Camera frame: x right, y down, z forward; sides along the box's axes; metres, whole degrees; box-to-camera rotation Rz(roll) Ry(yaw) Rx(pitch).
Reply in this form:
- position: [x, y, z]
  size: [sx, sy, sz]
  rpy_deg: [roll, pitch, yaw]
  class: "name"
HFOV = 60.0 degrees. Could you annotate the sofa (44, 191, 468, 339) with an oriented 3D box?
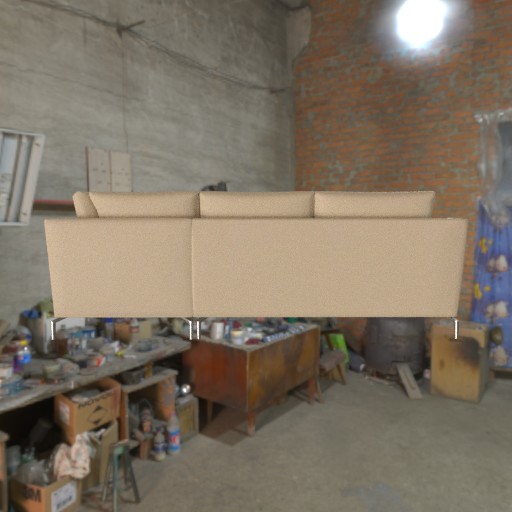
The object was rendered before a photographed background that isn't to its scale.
- position: [0.000, 0.000, 3.718]
  size: [2.430, 0.867, 2.448]
  rpy_deg: [0, 2, 0]
  class: "sofa"
